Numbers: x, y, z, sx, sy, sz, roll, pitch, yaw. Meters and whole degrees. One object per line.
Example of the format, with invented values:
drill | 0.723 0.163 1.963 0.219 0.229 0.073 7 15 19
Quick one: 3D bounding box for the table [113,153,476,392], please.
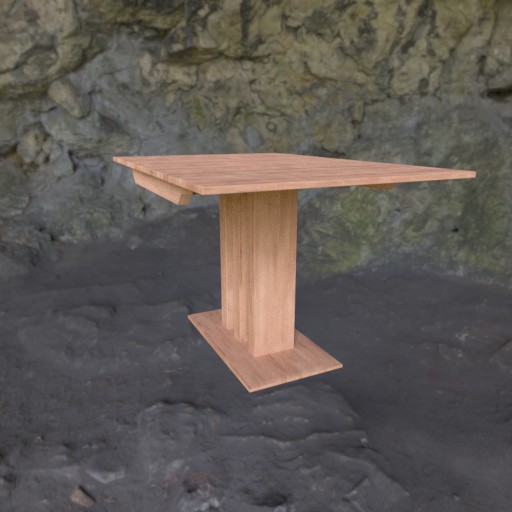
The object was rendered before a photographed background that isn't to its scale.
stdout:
table | 0.000 0.000 1.862 0.900 0.770 1.300 -8 17 -25
